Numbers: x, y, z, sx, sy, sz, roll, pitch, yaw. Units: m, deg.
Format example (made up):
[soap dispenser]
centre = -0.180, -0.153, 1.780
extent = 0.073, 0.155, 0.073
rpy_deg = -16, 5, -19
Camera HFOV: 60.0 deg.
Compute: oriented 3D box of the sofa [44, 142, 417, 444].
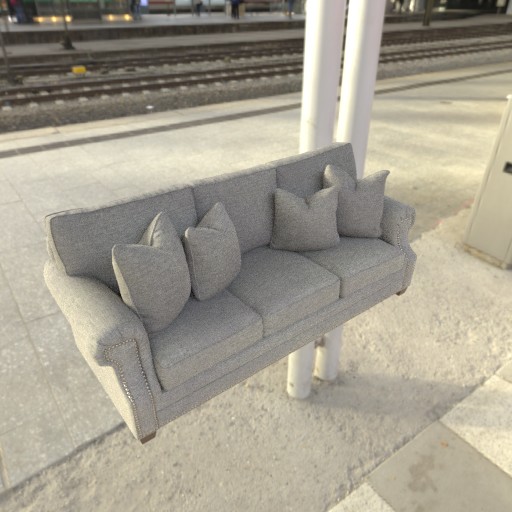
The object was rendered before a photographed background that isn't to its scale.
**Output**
[sofa]
centre = 0.000, 0.000, 2.775
extent = 2.312, 0.975, 0.965
rpy_deg = -21, 36, -32
